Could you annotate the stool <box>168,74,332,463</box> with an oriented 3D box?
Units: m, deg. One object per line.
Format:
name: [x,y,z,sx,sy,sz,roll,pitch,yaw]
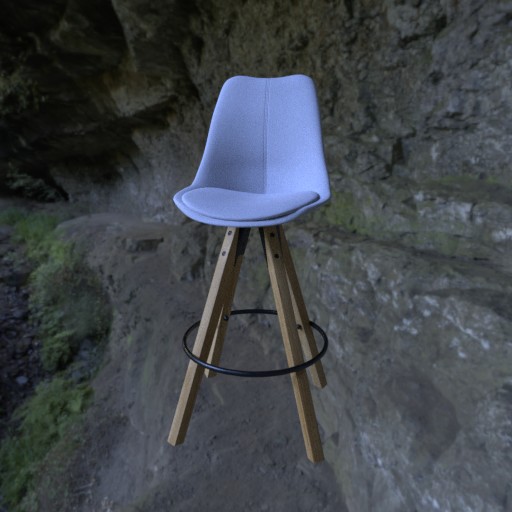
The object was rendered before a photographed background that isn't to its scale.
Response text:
stool: [0.000,0.000,1.392,0.484,1.115,0.550,3,16,9]
